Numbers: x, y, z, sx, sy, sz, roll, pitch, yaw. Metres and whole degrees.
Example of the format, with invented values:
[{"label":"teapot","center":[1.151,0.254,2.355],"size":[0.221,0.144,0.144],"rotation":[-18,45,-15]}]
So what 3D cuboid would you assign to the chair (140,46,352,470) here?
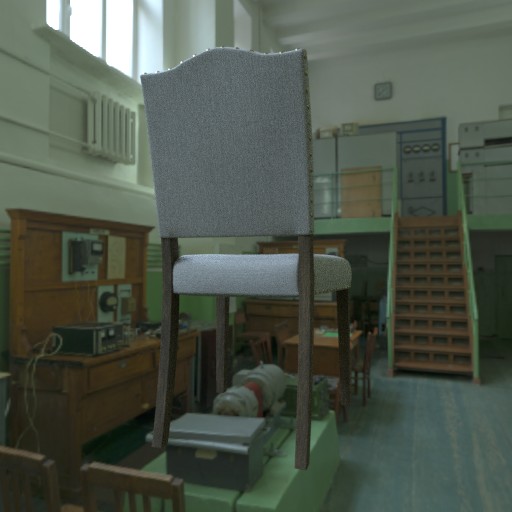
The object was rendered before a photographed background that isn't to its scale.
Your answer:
[{"label":"chair","center":[0.000,0.000,1.352],"size":[0.508,1.020,0.620],"rotation":[0,-1,19]}]
